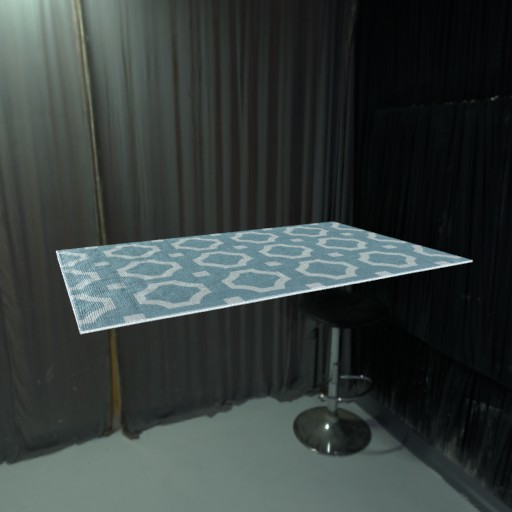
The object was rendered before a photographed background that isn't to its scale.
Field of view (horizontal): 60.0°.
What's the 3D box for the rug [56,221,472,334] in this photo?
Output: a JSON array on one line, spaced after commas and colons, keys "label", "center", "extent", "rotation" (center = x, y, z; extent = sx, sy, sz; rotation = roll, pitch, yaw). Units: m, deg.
[{"label": "rug", "center": [0.000, 0.000, 3.055], "extent": [2.443, 0.015, 1.528], "rotation": [-8, 17, -26]}]
